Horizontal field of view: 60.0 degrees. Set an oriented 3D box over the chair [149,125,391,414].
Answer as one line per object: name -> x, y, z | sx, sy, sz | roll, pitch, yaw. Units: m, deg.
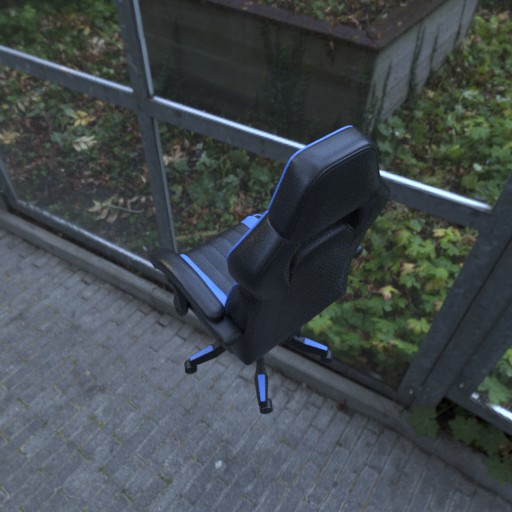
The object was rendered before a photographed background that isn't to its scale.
chair -> 0.000, 0.000, 1.698 | 0.700, 1.280, 0.700 | -32, 54, -26
